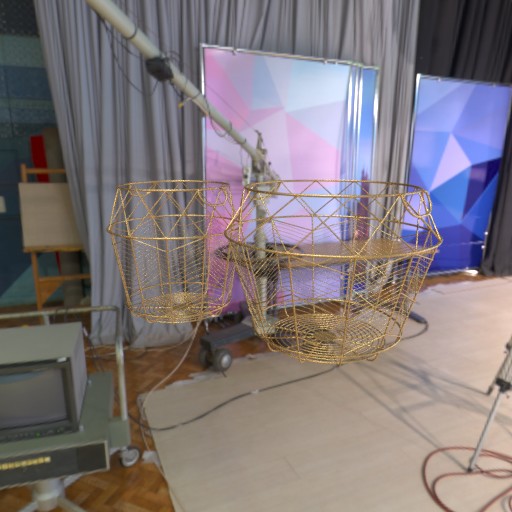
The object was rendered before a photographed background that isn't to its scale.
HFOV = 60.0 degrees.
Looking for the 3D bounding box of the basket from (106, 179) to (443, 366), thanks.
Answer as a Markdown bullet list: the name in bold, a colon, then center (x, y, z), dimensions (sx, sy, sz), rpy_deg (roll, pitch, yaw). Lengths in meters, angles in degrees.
- **basket**: center (0.000, 0.000, 1.048), dimensions (0.805, 0.343, 0.451), rpy_deg (7, 16, 27)
